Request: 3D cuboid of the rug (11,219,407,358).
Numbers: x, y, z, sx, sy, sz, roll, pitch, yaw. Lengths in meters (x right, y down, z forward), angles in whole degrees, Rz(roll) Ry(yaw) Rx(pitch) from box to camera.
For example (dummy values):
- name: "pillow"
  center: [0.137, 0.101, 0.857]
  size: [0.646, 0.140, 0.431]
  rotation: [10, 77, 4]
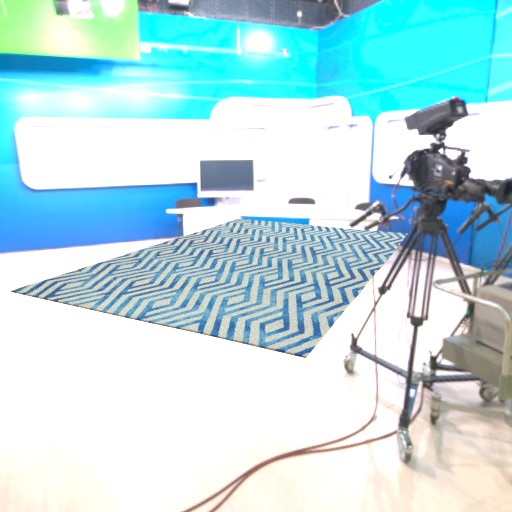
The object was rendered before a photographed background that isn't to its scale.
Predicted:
- name: "rug"
  center: [0.000, 0.000, 2.252]
  size: [1.225, 0.008, 1.830]
  rotation: [7, 16, 26]
